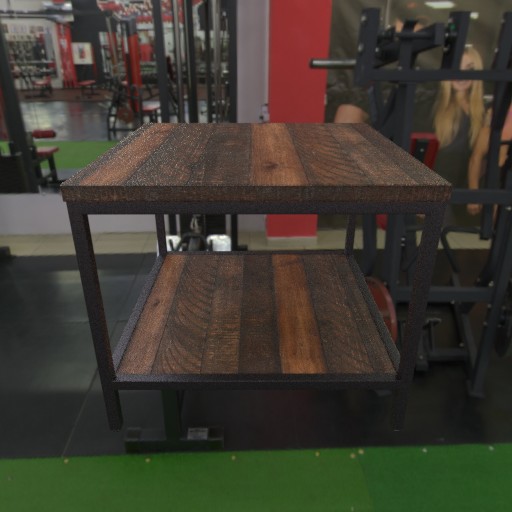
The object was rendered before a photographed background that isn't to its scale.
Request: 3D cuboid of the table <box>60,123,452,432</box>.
[{"bbox_3d":[0.000,0.000,0.973,0.553,0.482,0.548,0,25,0],"label":"table"}]
